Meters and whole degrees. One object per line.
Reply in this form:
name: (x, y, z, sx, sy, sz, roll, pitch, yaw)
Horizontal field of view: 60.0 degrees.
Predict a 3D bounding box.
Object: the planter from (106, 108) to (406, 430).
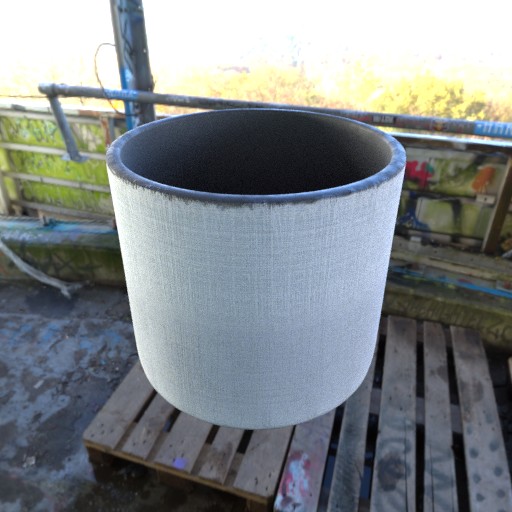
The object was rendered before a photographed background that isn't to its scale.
planter: (0.000, 0.000, 0.383, 0.221, 0.201, 0.221, 0, 31, 0)
